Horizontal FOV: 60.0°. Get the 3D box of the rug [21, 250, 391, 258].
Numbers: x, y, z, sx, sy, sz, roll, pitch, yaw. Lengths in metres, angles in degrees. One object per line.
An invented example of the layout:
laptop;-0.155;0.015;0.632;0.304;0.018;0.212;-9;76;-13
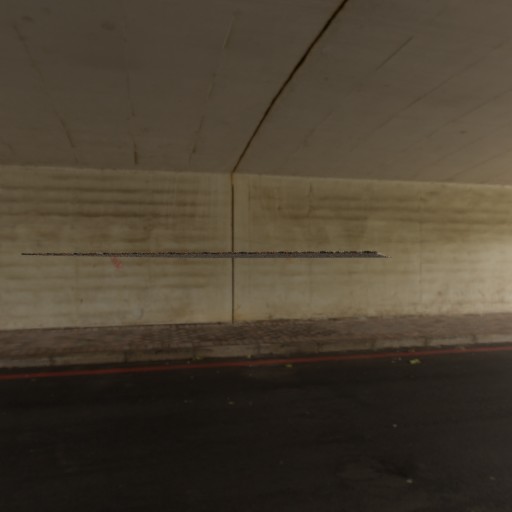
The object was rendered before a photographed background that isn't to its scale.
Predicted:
rug;0.000;0.000;2.246;1.278;0.009;1.726;0;-1;18
